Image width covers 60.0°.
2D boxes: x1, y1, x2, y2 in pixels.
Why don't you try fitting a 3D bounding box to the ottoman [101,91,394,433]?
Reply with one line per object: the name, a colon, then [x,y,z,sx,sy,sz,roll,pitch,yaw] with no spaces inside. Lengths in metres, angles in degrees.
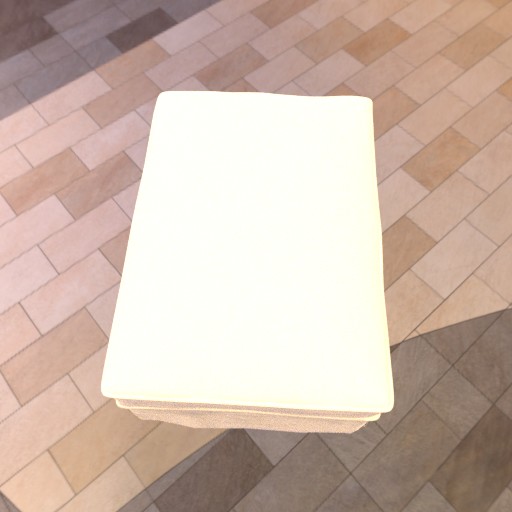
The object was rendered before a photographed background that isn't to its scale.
ottoman: [0.000,0.000,1.315,0.703,0.479,0.944,3,65,1]
